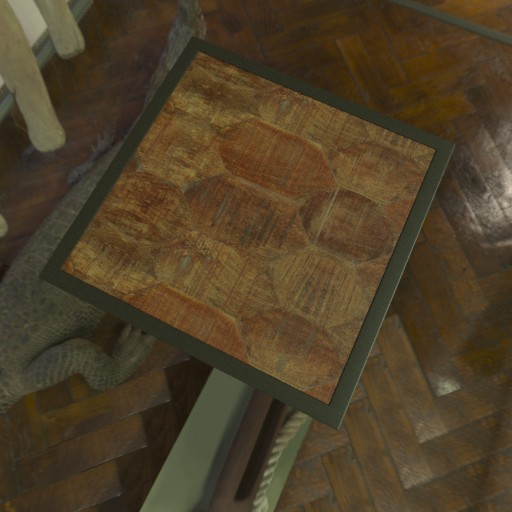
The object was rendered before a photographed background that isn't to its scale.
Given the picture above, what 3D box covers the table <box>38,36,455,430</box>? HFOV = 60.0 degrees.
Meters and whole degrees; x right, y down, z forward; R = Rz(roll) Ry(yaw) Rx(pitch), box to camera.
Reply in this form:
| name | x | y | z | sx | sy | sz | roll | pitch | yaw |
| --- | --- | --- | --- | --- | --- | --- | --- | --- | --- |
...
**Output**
| name | x | y | z | sx | sy | sz | roll | pitch | yaw |
| --- | --- | --- | --- | --- | --- | --- | --- | --- | --- |
| table | 0.000 | 0.000 | 0.980 | 0.500 | 0.565 | 0.500 | 25 | 75 | 7 |
